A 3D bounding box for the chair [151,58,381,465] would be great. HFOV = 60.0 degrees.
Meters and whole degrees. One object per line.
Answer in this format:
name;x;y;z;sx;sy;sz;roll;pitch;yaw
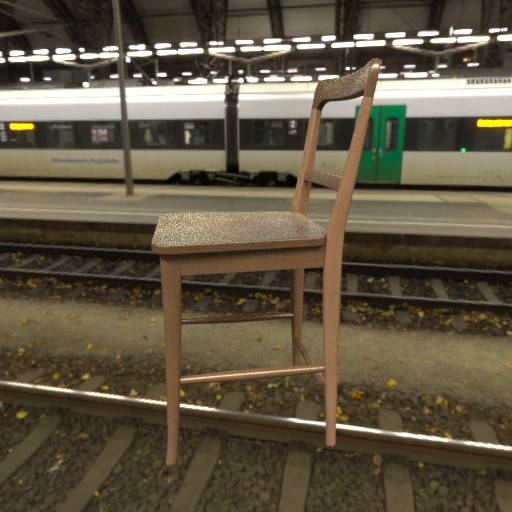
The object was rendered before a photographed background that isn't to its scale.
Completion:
chair;0.000;0.000;1.260;0.546;0.991;0.450;-2;15;-9
